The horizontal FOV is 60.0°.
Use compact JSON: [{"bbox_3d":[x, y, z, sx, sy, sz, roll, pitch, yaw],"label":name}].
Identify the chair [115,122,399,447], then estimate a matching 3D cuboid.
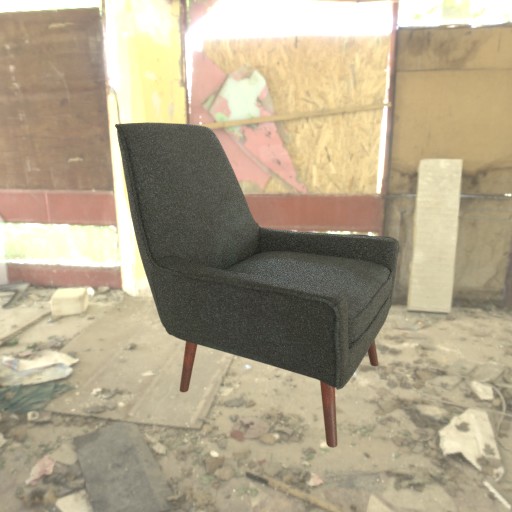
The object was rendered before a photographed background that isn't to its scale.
[{"bbox_3d":[0.000,0.000,1.520,0.859,0.883,0.763,8,17,27],"label":"chair"}]
